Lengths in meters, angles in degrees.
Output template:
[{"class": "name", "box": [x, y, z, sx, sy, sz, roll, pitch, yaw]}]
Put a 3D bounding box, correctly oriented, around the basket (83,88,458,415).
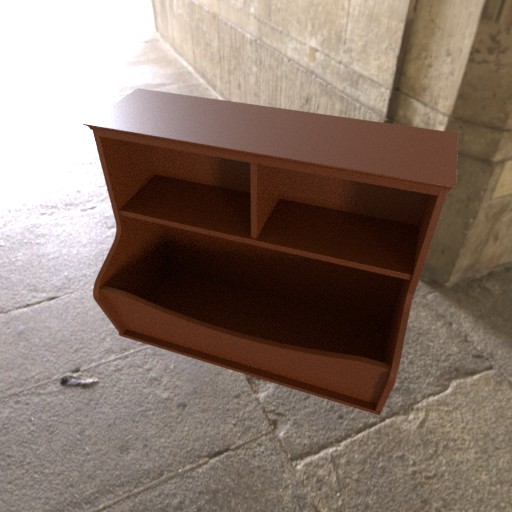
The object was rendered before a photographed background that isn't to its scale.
[{"class": "basket", "box": [0.000, 0.000, 1.128, 0.792, 0.625, 0.376, 13, 42, 15]}]
